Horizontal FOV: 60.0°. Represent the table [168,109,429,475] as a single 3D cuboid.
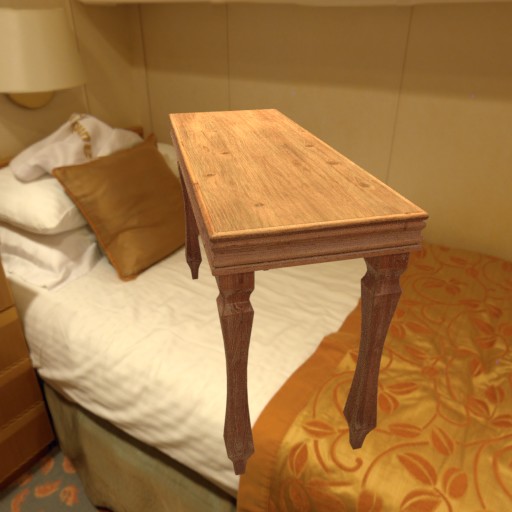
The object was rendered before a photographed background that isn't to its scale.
[{"bbox_3d":[0.000,0.000,1.768,0.522,0.873,1.330,-7,30,-12],"label":"table"}]
